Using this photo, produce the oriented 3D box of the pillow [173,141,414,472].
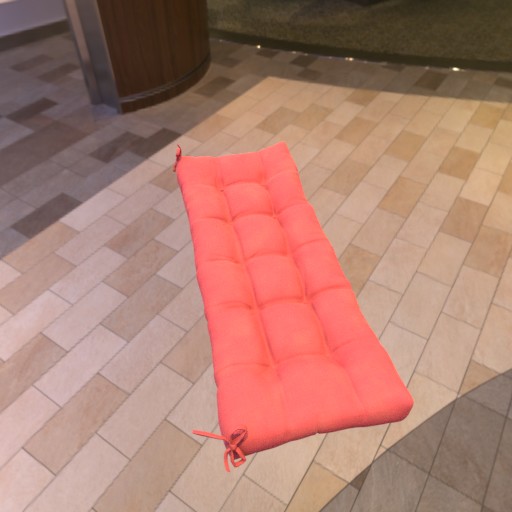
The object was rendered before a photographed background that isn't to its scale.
[{"bbox_3d":[0.000,0.000,1.370,0.511,0.174,1.194,-9,47,-9],"label":"pillow"}]
